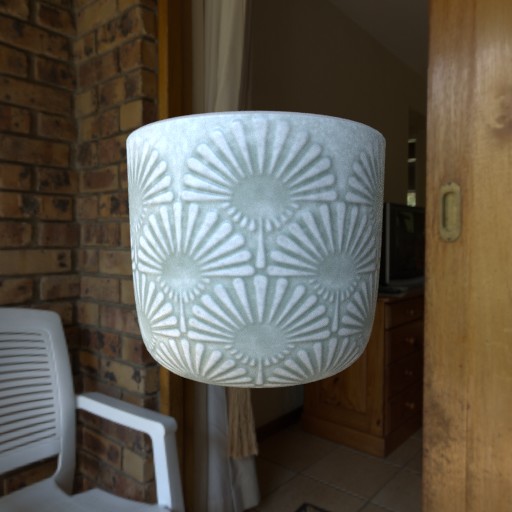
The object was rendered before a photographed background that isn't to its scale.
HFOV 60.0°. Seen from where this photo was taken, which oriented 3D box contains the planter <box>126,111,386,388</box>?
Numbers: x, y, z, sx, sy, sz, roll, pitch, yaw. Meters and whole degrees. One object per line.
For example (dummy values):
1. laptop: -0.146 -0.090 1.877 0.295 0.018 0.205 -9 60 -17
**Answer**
1. planter: 0.000 0.000 0.222 0.124 0.109 0.124 0 2 0
